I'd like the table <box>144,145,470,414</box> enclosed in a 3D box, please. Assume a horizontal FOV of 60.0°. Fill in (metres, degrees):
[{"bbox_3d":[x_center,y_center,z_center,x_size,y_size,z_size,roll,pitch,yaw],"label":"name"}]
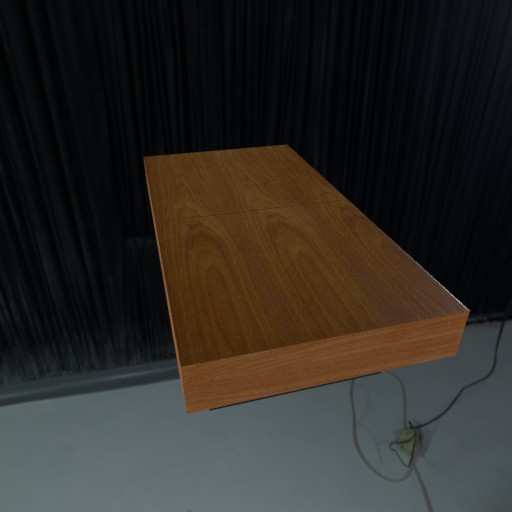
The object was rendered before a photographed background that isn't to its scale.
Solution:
[{"bbox_3d":[0.000,0.000,1.445,0.610,0.330,1.194,-8,32,-13],"label":"table"}]
